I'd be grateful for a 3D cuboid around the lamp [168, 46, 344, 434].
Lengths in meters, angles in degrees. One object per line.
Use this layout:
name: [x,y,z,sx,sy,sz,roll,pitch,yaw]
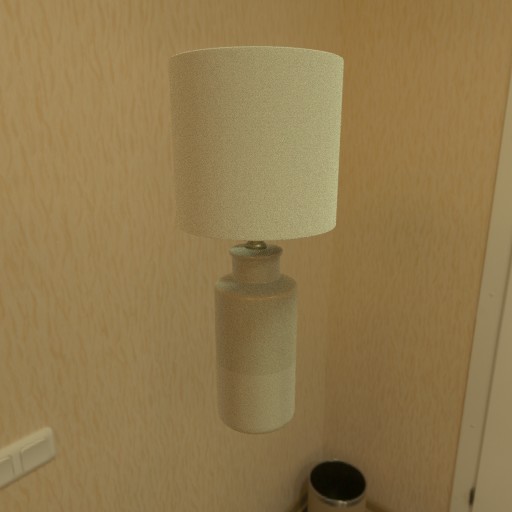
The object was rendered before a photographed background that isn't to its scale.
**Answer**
lamp: [0.000,0.000,0.610,0.212,0.493,0.212,3,16,10]
